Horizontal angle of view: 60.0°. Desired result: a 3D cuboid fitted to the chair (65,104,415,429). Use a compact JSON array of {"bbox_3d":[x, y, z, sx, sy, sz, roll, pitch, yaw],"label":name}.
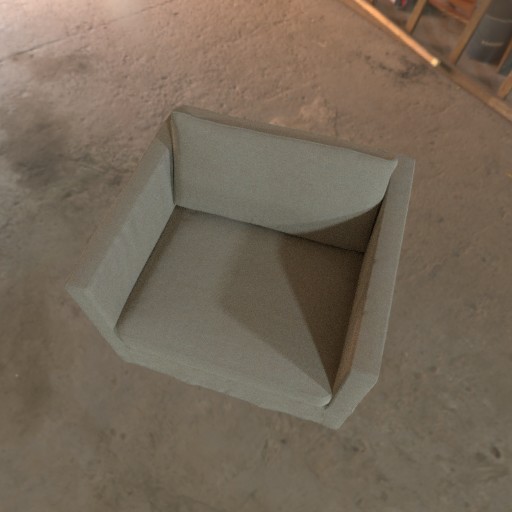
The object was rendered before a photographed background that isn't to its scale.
[{"bbox_3d":[0.000,0.000,1.800,1.057,0.863,0.949,15,60,9],"label":"chair"}]
